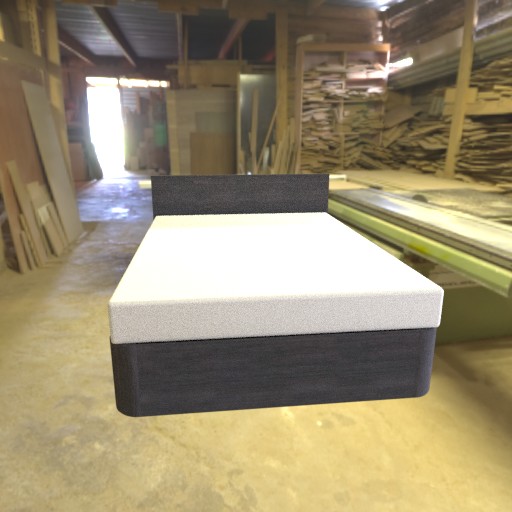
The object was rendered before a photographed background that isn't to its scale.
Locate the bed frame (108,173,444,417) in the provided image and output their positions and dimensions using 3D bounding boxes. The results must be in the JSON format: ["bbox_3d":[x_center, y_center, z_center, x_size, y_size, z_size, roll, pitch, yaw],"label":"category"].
[{"bbox_3d":[0.000,0.000,2.674,1.400,0.800,1.900,-2,16,-6],"label":"bed frame"}]
